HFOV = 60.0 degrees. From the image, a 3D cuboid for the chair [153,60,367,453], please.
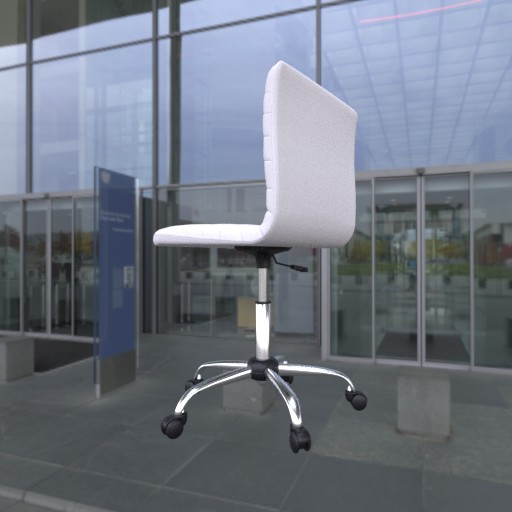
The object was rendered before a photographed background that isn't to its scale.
[{"bbox_3d":[0.000,0.000,1.084,0.455,0.750,0.520,0,0,35],"label":"chair"}]
